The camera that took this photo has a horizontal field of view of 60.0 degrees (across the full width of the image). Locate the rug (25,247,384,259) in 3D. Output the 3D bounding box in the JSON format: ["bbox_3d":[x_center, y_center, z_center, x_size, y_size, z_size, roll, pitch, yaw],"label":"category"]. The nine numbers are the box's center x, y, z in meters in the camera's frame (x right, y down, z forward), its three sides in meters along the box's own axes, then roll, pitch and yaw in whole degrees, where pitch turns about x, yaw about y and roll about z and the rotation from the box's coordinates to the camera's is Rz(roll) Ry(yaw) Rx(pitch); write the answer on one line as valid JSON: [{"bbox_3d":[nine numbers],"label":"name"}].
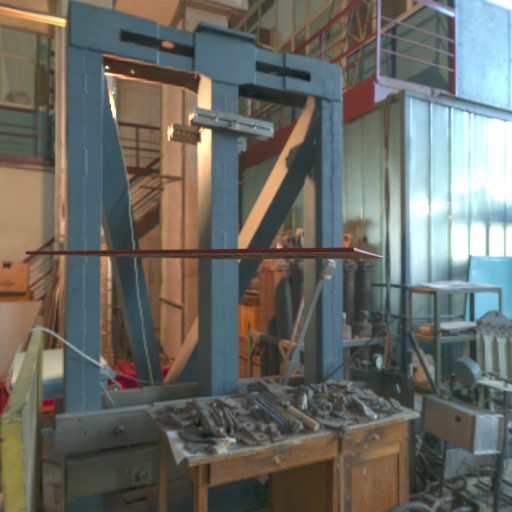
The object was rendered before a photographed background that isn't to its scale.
[{"bbox_3d":[0.000,0.000,2.301,1.194,0.013,1.802,0,-1,19],"label":"rug"}]
